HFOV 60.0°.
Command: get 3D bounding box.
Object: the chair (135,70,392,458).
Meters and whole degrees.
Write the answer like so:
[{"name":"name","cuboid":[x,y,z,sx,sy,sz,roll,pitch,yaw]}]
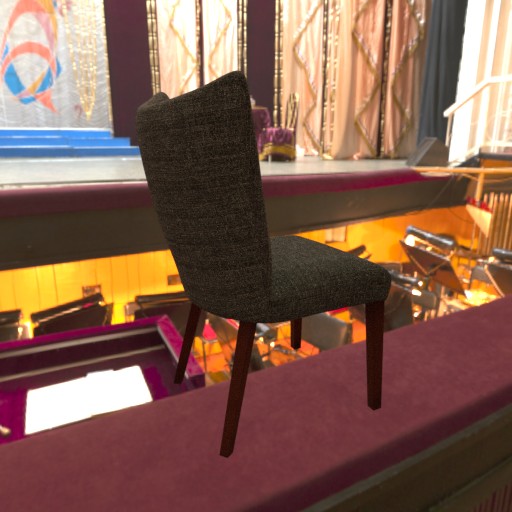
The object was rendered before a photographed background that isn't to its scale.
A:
[{"name":"chair","cuboid":[0.000,0.000,1.285,0.623,0.924,0.535,-8,17,-27]}]
